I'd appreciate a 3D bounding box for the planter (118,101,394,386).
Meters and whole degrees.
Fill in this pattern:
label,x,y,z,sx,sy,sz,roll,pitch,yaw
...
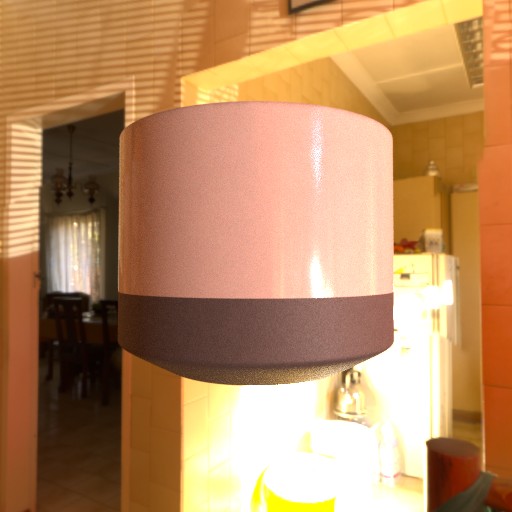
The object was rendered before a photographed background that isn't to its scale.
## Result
label,x,y,z,sx,sy,sz,roll,pitch,yaw
planter,0.000,0.000,0.216,0.128,0.105,0.128,0,-1,0
